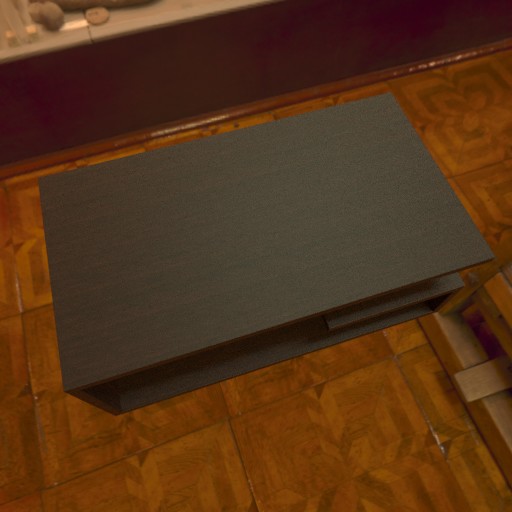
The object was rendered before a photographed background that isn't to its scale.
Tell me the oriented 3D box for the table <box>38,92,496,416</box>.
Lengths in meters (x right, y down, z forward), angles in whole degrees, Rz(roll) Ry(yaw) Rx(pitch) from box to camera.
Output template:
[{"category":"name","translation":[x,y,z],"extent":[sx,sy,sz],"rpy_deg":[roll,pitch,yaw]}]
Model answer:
[{"category":"table","translation":[0.000,0.000,1.347],"extent":[1.050,0.460,0.590],"rpy_deg":[-16,64,-8]}]
